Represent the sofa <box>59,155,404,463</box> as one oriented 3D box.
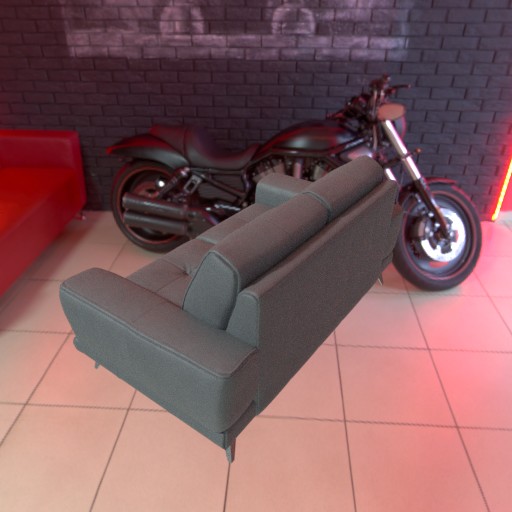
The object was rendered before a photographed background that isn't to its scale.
[{"bbox_3d":[0.000,0.000,2.431,1.018,0.907,1.806,21,37,30],"label":"sofa"}]
